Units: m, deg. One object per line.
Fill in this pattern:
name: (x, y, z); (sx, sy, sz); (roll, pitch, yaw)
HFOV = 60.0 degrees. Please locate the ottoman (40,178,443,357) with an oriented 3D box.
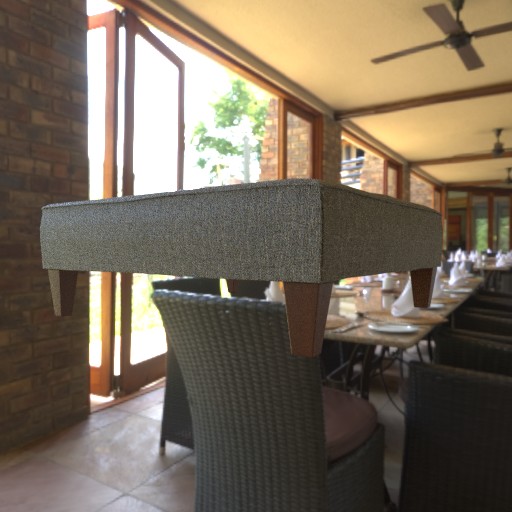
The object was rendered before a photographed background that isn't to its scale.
ottoman: (0.000, 0.000, 1.511); (1.016, 0.379, 0.981); (1, 1, 35)
